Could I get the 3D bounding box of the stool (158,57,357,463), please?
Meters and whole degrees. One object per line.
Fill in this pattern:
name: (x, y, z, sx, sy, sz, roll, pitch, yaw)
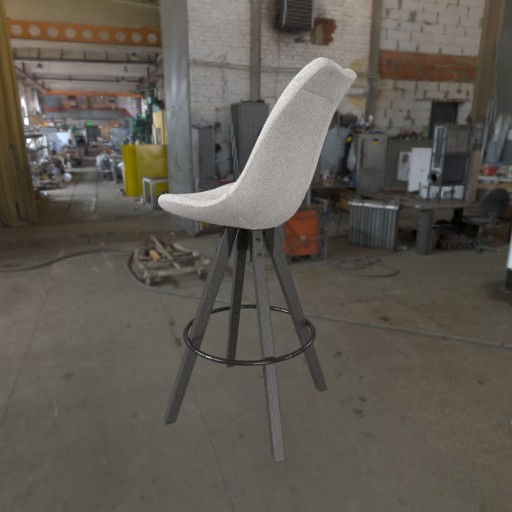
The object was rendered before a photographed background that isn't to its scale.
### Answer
stool: (0.000, 0.000, 1.427, 0.550, 1.115, 0.485, 8, 17, 25)
